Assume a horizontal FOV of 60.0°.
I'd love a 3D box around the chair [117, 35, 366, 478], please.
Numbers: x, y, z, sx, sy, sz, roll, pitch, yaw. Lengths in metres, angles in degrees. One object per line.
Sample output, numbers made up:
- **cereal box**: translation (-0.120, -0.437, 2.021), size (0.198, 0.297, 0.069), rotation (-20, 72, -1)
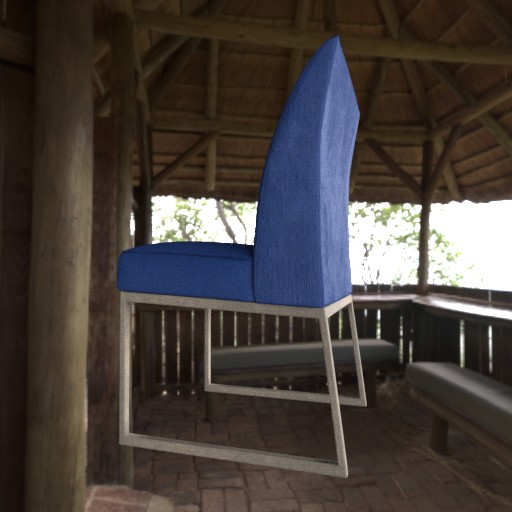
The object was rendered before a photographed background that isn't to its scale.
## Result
- **chair**: translation (0.000, 0.000, 1.162), size (0.522, 0.863, 0.508), rotation (0, -2, 18)
